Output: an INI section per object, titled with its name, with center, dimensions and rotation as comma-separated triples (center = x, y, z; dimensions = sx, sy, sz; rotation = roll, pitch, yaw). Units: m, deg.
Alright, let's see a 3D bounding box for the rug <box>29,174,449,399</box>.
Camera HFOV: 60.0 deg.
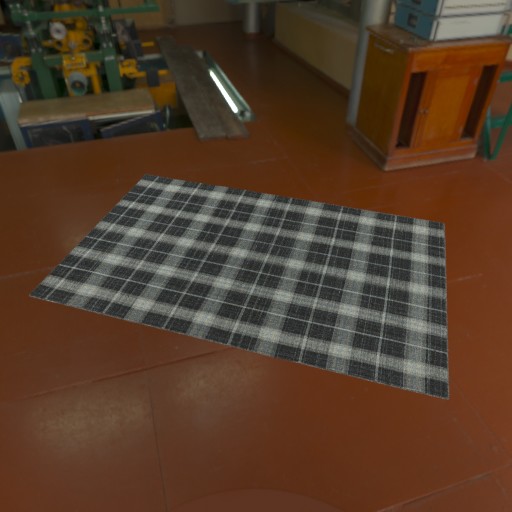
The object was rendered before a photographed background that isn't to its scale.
[rug]
center = 0.000, 0.000, 2.974
dimensions = 2.434, 0.015, 1.520
rotation = 11, 42, 13
